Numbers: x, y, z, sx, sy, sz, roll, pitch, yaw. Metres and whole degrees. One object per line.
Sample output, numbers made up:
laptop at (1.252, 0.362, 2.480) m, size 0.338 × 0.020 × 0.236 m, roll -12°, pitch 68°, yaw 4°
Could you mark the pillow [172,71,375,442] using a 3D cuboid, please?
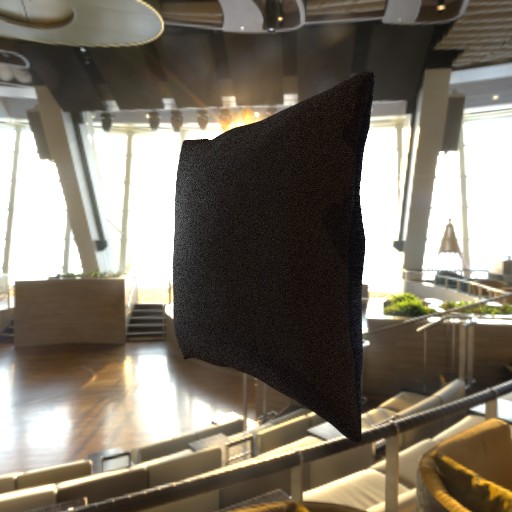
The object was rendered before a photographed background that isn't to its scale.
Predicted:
pillow at (0.000, 0.000, 0.697) m, size 0.204 × 0.439 × 0.452 m, roll -2°, pitch 3°, yaw -37°
